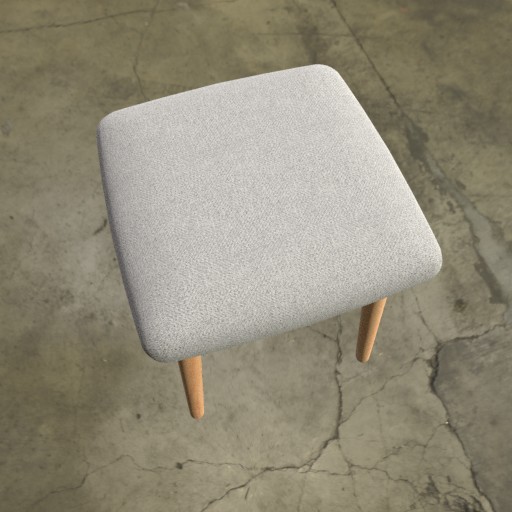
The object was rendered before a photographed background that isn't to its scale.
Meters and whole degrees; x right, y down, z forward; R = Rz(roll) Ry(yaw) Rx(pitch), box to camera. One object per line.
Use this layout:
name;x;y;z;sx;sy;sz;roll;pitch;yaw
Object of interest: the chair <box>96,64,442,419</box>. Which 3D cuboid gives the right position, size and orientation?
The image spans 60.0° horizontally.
chair;0.000;0.000;0.686;0.350;0.440;0.350;-16;64;-8
